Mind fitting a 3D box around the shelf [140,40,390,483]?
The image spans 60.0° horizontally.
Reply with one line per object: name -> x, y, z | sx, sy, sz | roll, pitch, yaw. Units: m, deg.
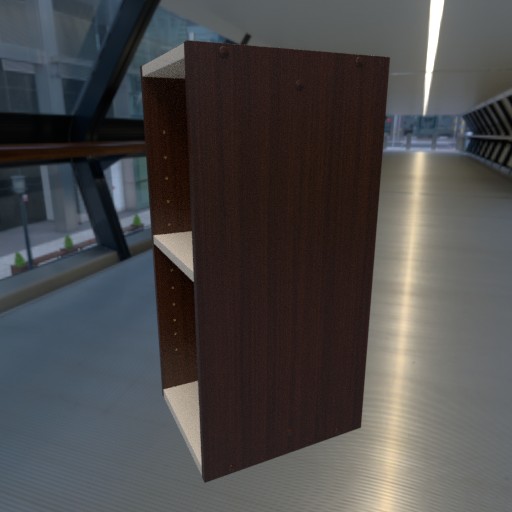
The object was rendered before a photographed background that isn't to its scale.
shelf -> 0.000, 0.000, 0.742 | 0.290, 0.600, 0.253 | -8, 18, -25
